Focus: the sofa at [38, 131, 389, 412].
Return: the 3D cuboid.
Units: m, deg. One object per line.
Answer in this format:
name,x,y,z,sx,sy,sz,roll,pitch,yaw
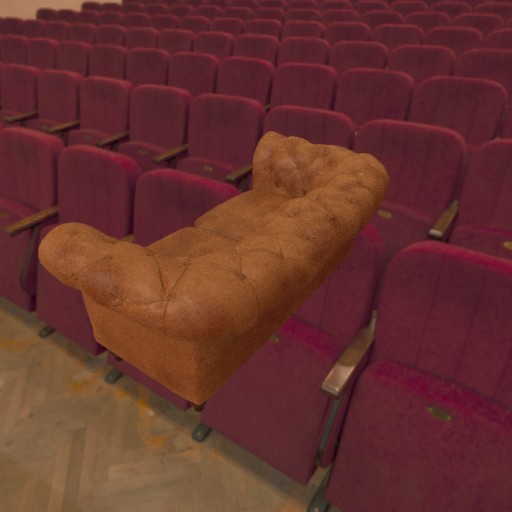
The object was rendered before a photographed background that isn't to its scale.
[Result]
sofa,0.000,0.000,2.553,1.042,0.877,1.979,20,38,29
